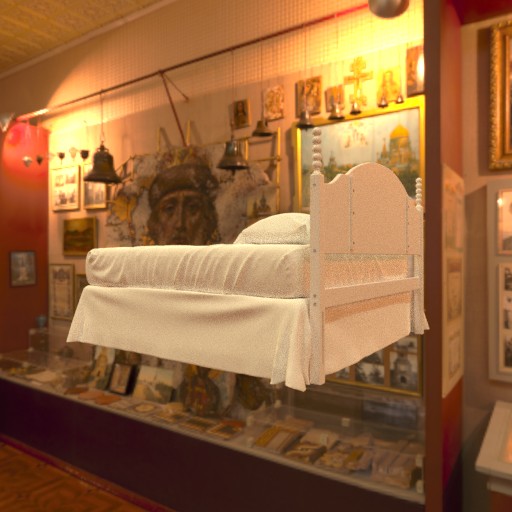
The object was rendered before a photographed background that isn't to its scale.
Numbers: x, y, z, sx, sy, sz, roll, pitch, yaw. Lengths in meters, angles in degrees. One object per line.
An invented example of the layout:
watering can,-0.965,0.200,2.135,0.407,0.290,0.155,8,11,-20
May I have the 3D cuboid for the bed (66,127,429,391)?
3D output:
bed,0.000,0.000,3.718,2.219,1.355,2.322,0,0,36
